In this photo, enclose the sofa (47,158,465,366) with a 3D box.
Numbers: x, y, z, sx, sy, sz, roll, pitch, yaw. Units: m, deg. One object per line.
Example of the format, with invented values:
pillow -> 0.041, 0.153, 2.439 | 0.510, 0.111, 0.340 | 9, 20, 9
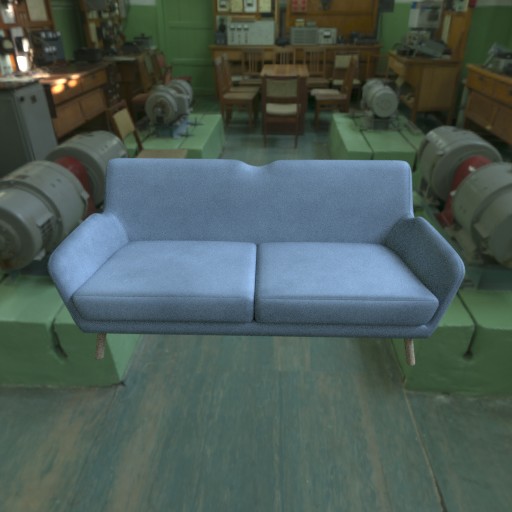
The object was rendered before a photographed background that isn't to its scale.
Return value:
sofa -> 0.000, 0.000, 2.341 | 1.870, 0.810, 0.850 | 1, 30, 1
